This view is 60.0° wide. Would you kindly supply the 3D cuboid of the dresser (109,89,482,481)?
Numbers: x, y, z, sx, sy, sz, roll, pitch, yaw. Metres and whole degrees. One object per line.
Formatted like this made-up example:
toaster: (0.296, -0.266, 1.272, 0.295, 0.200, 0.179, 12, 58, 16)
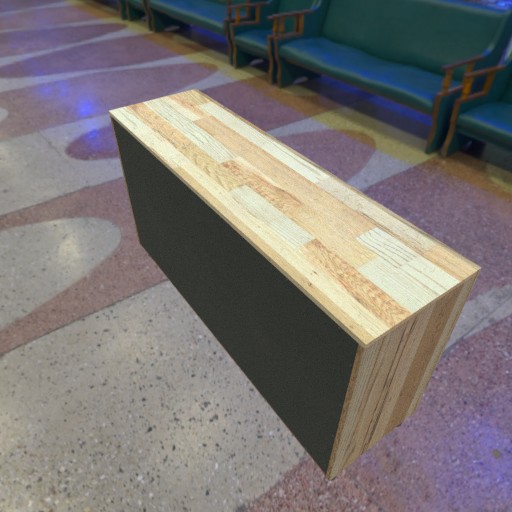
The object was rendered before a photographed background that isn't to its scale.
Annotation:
dresser: (0.000, 0.000, 1.855, 0.487, 0.834, 1.547, -25, 47, -26)
